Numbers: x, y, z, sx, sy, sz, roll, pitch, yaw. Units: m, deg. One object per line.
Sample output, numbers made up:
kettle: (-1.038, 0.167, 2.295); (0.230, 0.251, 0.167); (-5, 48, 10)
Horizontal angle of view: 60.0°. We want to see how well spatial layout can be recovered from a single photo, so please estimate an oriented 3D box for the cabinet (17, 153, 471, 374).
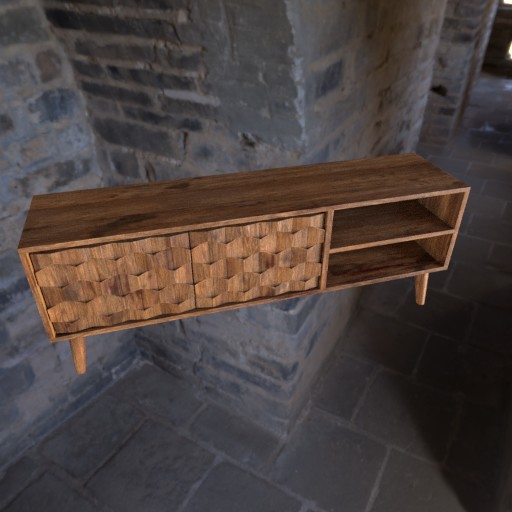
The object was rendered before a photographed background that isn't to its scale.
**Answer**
cabinet: (0.000, 0.000, 1.653); (1.448, 0.528, 0.349); (-9, 34, -13)
